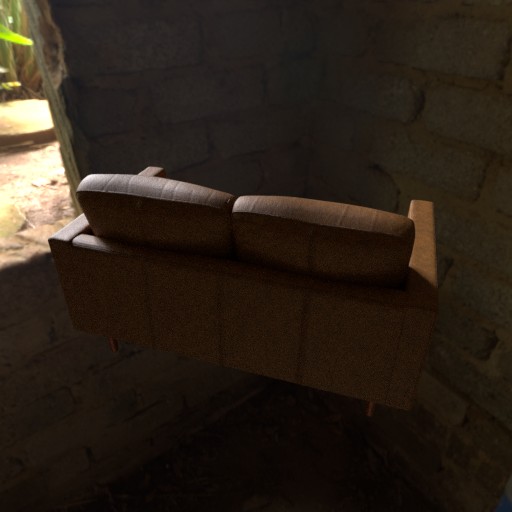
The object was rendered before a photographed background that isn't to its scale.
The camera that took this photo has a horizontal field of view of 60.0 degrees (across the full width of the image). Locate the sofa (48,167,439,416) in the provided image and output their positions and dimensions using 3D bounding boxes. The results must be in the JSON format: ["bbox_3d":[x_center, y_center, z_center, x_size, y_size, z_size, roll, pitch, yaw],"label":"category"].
[{"bbox_3d":[0.000,0.000,2.155,1.578,0.951,0.909,10,34,15],"label":"sofa"}]
